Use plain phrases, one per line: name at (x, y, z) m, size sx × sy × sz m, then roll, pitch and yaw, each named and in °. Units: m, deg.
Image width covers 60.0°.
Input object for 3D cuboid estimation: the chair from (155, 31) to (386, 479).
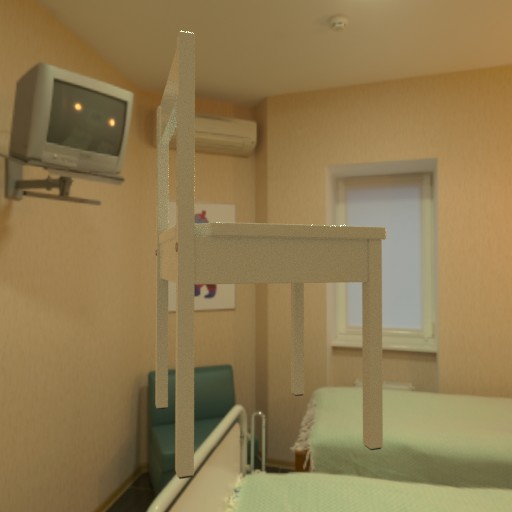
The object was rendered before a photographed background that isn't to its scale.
chair at (0.000, 0.000, 0.881) m, size 0.361 × 0.668 × 0.367 m, roll 0°, pitch -1°, yaw -18°
